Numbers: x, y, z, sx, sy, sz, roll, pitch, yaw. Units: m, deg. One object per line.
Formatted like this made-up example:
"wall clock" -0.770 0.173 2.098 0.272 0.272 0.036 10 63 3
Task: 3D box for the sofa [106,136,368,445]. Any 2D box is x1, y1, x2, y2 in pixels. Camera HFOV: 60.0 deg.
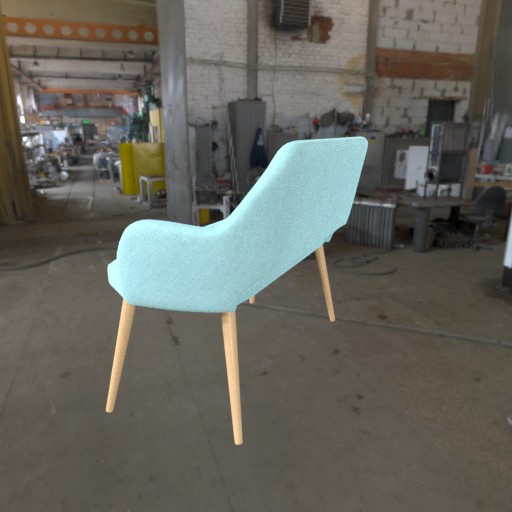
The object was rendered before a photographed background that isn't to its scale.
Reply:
"sofa" 0.000 0.000 1.625 0.610 0.840 1.150 8 18 25
